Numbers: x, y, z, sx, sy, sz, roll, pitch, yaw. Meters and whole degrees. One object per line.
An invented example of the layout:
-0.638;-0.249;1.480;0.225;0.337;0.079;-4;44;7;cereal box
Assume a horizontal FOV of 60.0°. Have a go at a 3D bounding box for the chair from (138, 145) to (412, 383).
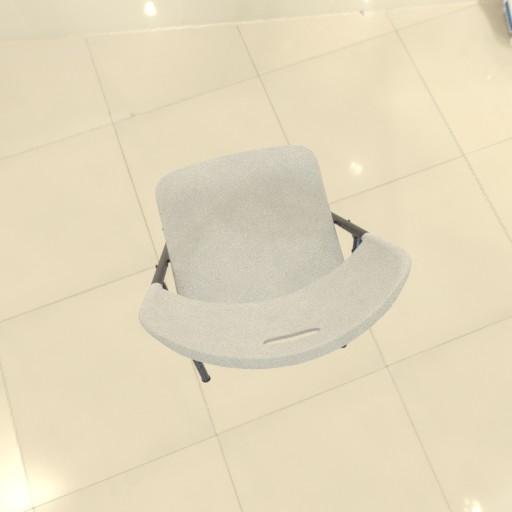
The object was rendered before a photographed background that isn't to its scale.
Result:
0.000;0.000;1.136;0.494;0.810;0.566;-13;76;-3;chair
